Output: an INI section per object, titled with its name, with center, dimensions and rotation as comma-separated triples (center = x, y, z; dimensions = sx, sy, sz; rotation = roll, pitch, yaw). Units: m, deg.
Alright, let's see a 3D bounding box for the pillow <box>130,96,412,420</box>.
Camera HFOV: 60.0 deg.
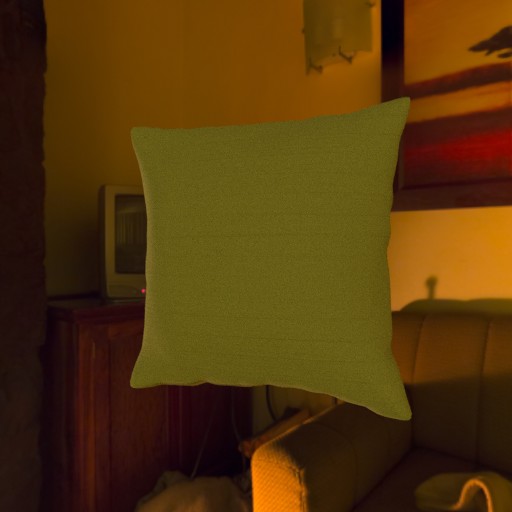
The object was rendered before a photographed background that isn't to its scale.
[pillow]
center = 0.000, 0.000, 0.710
dimensions = 0.470, 0.464, 0.175
rotation = 0, 0, 19
